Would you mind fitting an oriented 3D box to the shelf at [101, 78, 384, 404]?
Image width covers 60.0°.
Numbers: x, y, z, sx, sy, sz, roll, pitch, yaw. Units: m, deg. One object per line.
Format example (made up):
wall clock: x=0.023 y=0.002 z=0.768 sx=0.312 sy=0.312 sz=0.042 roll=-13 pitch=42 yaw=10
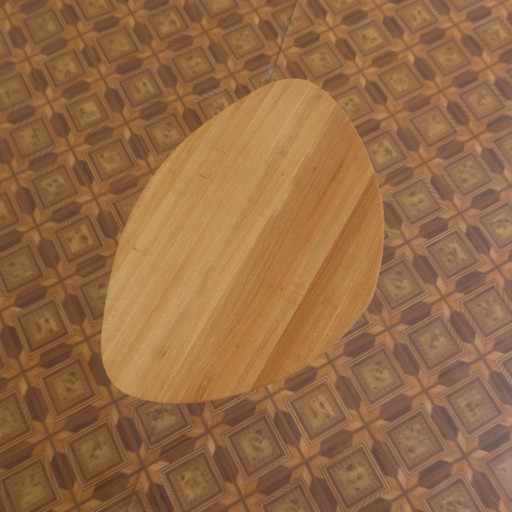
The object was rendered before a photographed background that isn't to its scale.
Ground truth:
shelf: x=0.000 y=0.000 z=1.686 sx=0.845 sy=0.440 sz=1.246 roll=29 pitch=77 yaw=7
